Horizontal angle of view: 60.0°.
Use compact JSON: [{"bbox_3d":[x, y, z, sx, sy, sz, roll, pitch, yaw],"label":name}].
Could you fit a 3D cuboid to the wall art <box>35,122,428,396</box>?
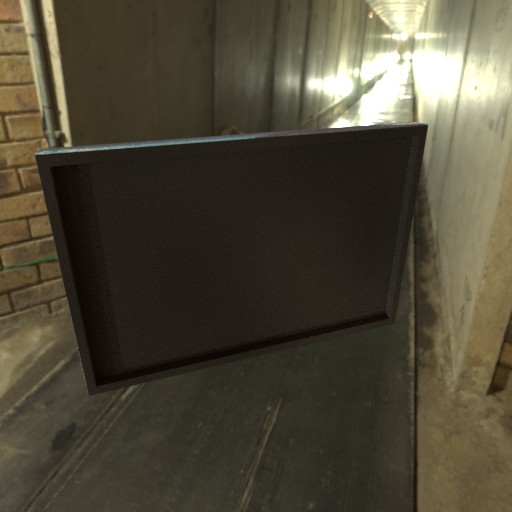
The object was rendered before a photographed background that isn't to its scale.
[{"bbox_3d":[0.000,0.000,0.759,0.609,0.406,0.033,-9,28,-18],"label":"wall art"}]
